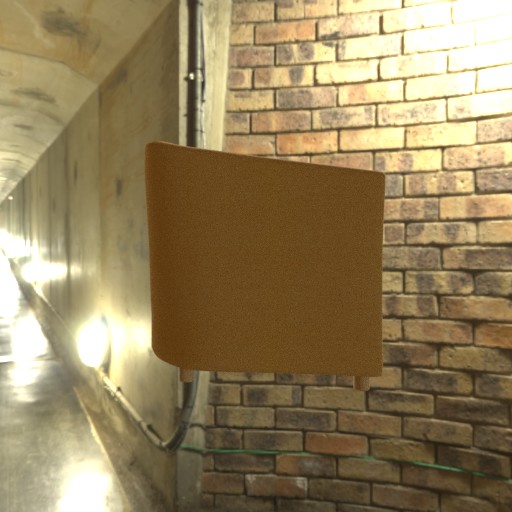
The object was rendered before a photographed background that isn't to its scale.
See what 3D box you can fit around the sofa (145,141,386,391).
[{"bbox_3d":[0.000,0.000,1.875,0.705,0.721,1.452,0,0,0],"label":"sofa"}]
